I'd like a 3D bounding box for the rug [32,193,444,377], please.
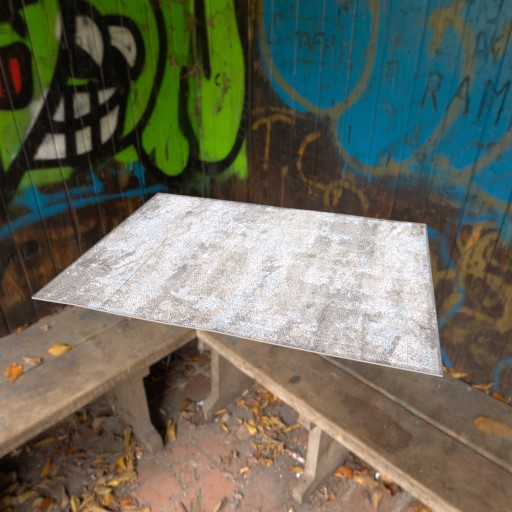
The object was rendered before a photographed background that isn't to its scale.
[{"bbox_3d":[0.000,0.000,4.372,3.307,0.013,2.393,8,32,13],"label":"rug"}]
